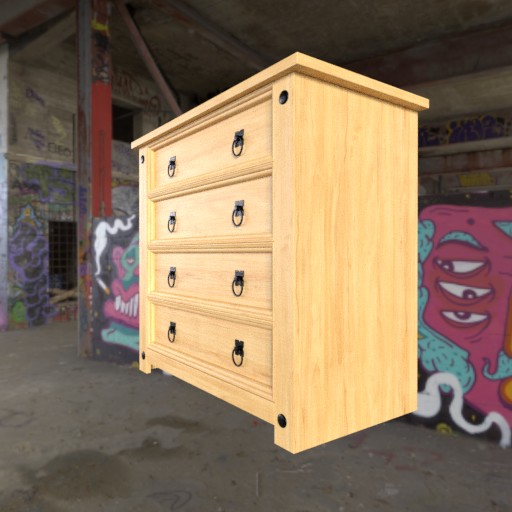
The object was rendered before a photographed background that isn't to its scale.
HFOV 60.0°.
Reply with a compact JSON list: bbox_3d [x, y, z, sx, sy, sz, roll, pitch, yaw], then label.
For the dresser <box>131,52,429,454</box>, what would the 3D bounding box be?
[{"bbox_3d":[0.000,0.000,1.232,0.410,0.730,0.800,0,0,-37],"label":"dresser"}]
